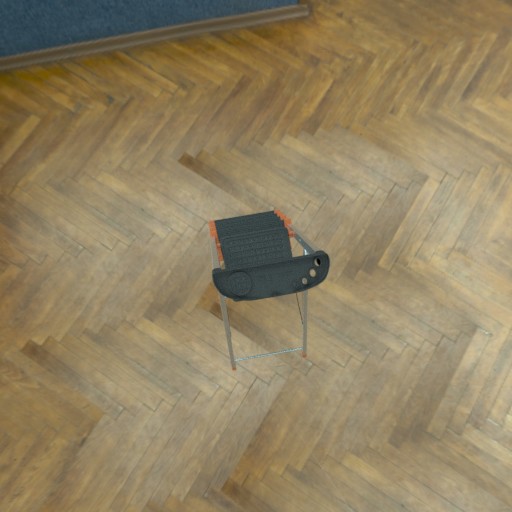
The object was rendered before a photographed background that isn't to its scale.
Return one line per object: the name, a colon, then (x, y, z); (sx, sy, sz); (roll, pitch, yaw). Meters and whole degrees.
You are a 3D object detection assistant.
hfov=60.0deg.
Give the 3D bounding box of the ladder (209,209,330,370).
ladder: (0.000, 0.000, 2.121); (0.480, 1.646, 0.995); (-10, 76, -3)
